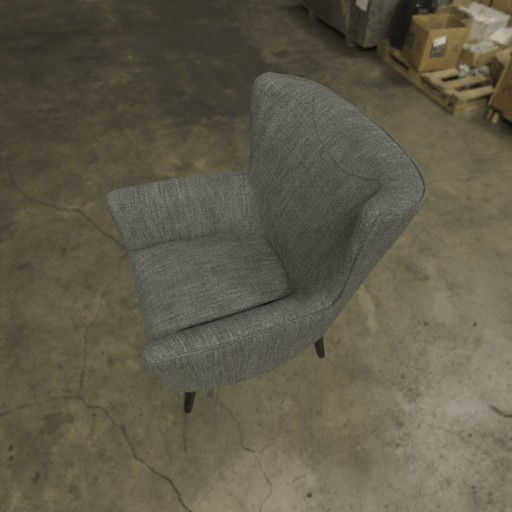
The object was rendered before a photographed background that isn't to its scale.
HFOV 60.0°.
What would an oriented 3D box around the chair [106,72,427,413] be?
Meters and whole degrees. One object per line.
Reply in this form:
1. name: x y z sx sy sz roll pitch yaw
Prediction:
1. chair: 0.000 0.000 1.558 0.888 0.933 0.781 -16 49 -14
